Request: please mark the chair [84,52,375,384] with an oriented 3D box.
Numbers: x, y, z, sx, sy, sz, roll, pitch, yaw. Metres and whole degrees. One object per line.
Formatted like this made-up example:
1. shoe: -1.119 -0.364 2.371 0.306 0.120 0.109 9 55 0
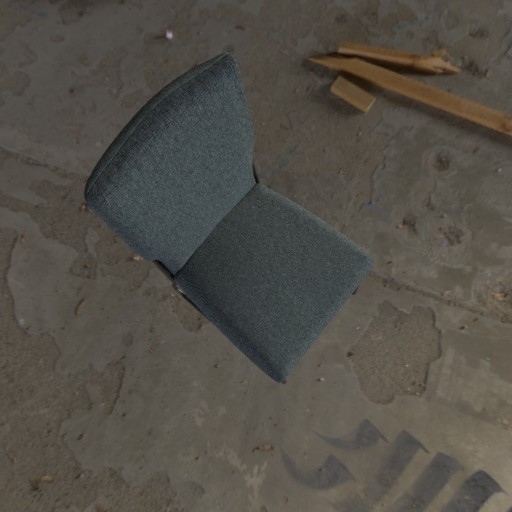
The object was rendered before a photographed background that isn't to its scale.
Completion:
1. chair: 0.000 0.000 1.304 0.635 0.931 0.480 39 78 10
